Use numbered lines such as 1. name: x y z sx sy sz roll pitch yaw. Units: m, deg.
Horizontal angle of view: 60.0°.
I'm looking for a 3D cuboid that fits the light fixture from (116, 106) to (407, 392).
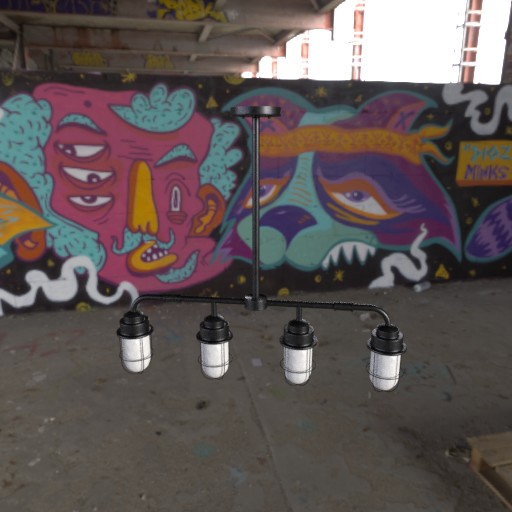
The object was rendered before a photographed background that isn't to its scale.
1. light fixture: 0.000 0.000 1.236 0.852 0.785 0.131 2 15 8
